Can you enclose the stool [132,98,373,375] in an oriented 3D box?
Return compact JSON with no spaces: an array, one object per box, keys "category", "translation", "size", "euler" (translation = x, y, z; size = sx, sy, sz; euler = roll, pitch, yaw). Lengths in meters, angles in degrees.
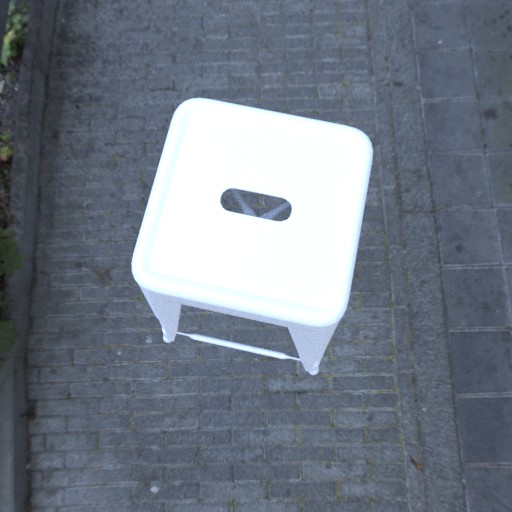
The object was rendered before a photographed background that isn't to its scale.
[{"category":"stool","translation":[0.000,0.000,0.875],"size":[0.406,0.610,0.406],"euler":[12,77,3]}]
